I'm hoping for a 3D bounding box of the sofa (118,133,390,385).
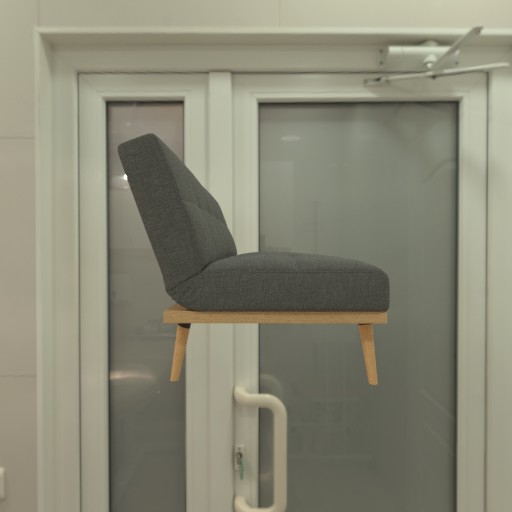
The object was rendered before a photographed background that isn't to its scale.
[{"bbox_3d":[0.000,0.000,2.200,0.820,0.770,1.820,0,1,0],"label":"sofa"}]
